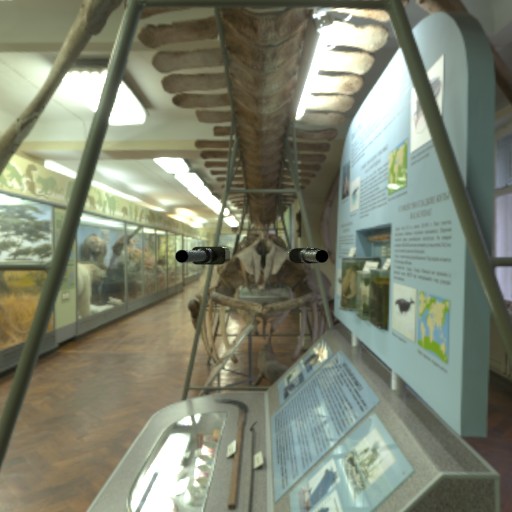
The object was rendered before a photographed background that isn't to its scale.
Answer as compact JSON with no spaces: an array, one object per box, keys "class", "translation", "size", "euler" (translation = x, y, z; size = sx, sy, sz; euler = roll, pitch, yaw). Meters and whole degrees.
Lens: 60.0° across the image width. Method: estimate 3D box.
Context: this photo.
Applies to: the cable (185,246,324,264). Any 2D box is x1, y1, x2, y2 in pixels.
[{"class":"cable","translation":[0.000,0.000,0.111],"size":[0.040,0.006,0.098],"euler":[0,0,1]}]
